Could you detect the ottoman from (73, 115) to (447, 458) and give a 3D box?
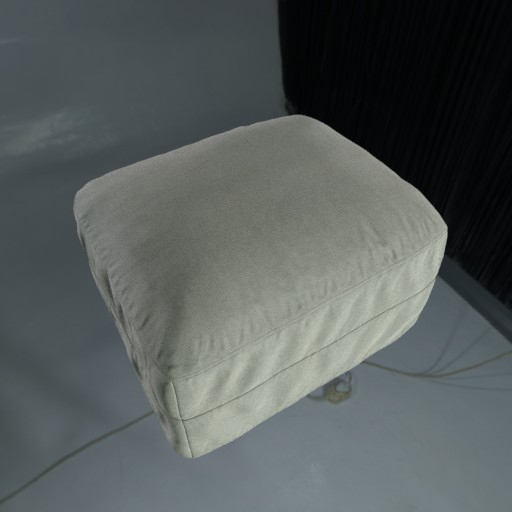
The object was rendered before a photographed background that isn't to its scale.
[{"bbox_3d":[0.000,0.000,1.066,0.712,0.480,0.584,-24,51,-21],"label":"ottoman"}]
